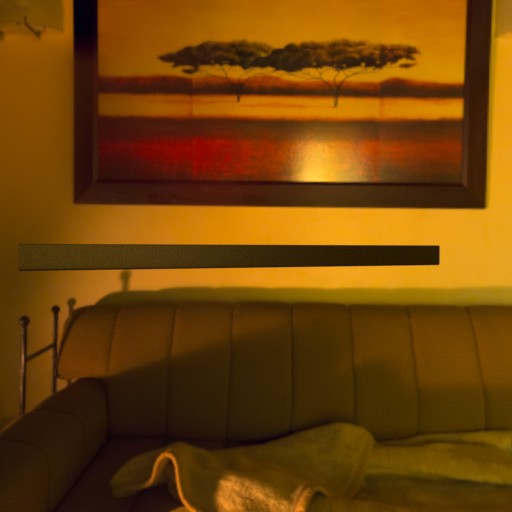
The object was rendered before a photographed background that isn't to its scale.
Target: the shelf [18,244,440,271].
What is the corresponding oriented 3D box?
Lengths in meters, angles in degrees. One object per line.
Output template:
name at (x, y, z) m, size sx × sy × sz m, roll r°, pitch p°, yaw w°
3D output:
shelf at (0.000, 0.000, 0.981) m, size 0.924 × 0.049 × 0.092 m, roll 0°, pitch 1°, yaw -19°
